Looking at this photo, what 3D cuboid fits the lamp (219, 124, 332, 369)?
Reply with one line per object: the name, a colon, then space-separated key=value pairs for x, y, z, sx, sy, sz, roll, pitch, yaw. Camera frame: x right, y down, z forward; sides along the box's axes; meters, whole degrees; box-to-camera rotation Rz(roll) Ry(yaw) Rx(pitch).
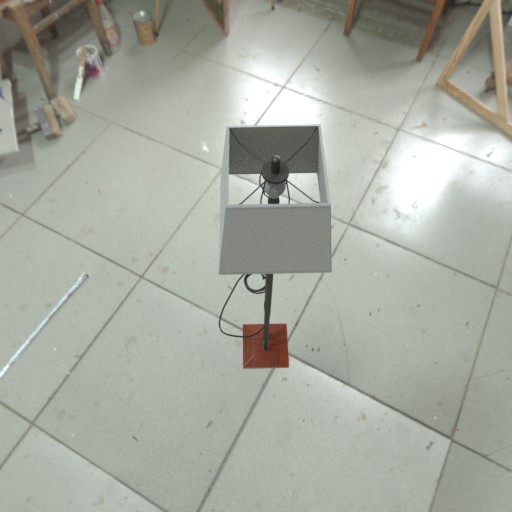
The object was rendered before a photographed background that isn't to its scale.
lamp: x=0.000 y=0.000 z=2.077 sx=0.472 sy=1.712 sz=0.745 roll=-1 pitch=61 yaw=0
